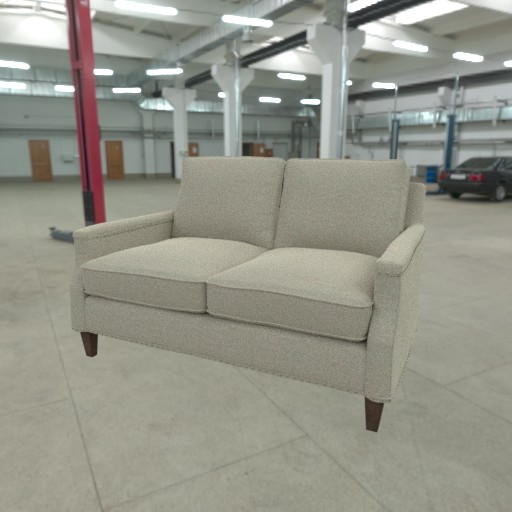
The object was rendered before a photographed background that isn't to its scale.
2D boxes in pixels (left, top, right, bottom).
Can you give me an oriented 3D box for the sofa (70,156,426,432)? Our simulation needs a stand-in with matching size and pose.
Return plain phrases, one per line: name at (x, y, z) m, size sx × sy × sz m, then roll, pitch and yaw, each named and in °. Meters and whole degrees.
sofa at (0.000, 0.000, 2.296) m, size 1.597 × 1.003 × 1.084 m, roll 6°, pitch 15°, yaw 25°
